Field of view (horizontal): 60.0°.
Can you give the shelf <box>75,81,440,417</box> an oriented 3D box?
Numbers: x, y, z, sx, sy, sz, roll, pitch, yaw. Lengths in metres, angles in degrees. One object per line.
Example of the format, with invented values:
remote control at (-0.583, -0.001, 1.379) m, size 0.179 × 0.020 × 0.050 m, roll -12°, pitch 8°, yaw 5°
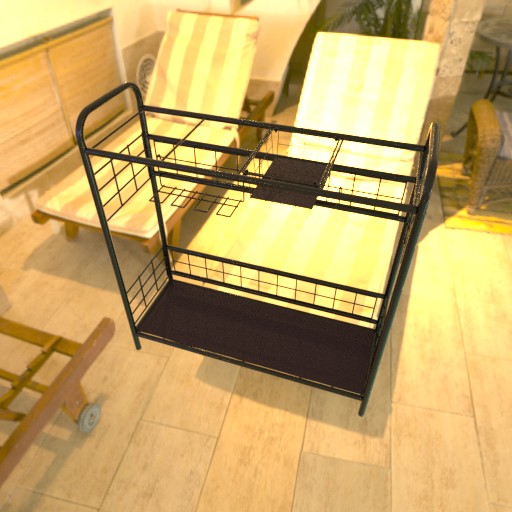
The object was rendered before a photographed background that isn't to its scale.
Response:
shelf at (0.000, 0.000, 1.544) m, size 0.961 × 1.026 × 0.350 m, roll 13°, pitch 42°, yaw 14°
